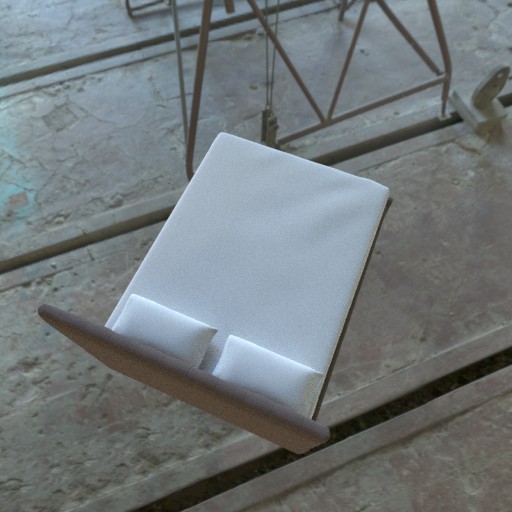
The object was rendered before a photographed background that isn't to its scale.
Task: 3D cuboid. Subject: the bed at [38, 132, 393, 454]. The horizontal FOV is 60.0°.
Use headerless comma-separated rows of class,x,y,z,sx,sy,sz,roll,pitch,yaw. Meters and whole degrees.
bed,0.000,0.000,3.337,1.696,1.426,2.233,21,66,10
